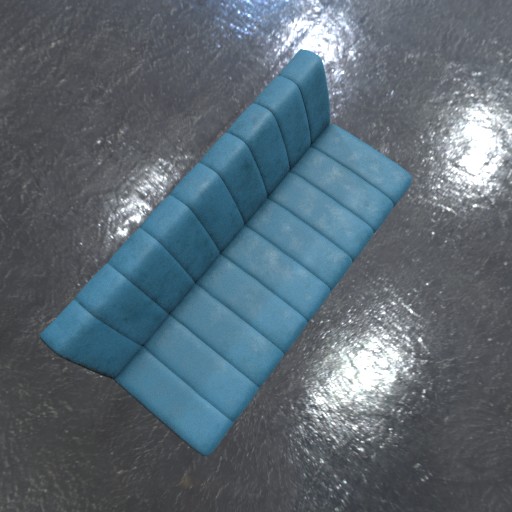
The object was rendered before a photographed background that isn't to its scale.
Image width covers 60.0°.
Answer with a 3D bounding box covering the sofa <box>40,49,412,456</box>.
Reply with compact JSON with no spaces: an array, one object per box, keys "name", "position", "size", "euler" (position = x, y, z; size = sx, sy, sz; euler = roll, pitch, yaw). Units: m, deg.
[{"name":"sofa","position":[0.000,0.000,2.274],"size":[0.830,0.825,1.810],"euler":[37,76,10]}]
